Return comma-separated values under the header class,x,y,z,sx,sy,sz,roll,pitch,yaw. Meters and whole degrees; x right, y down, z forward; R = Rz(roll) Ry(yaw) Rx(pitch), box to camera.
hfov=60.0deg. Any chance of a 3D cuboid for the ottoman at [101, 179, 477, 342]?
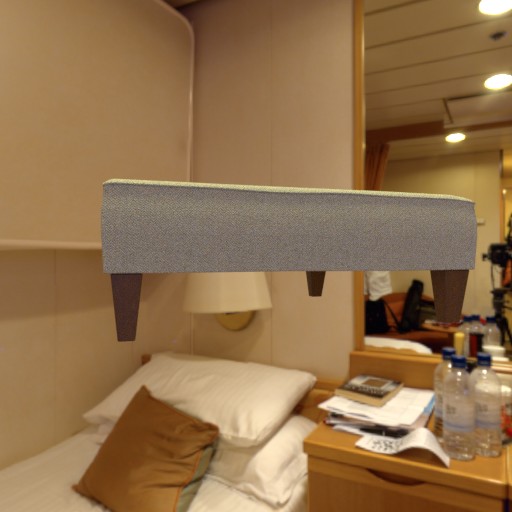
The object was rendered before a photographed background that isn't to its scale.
class,x,y,z,sx,sy,sz,roll,pitch,yaw
ottoman,0.000,0.000,1.543,1.004,0.379,0.968,0,0,-18
